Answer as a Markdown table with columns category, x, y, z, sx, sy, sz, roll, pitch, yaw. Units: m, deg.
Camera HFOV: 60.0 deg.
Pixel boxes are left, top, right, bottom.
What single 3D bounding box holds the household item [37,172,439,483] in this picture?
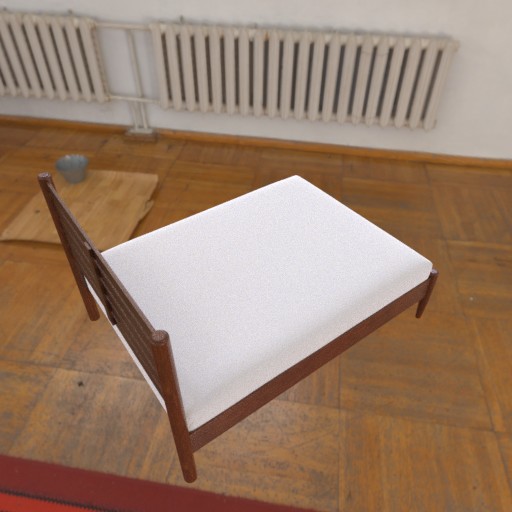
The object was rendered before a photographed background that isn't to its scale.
| category | x | y | z | sx | sy | sz | roll | pitch | yaw |
| --- | --- | --- | --- | --- | --- | --- | --- | --- | --- |
| household item | 0.000 | 0.000 | 3.223 | 2.232 | 1.356 | 1.663 | -26 | 47 | -26 |
